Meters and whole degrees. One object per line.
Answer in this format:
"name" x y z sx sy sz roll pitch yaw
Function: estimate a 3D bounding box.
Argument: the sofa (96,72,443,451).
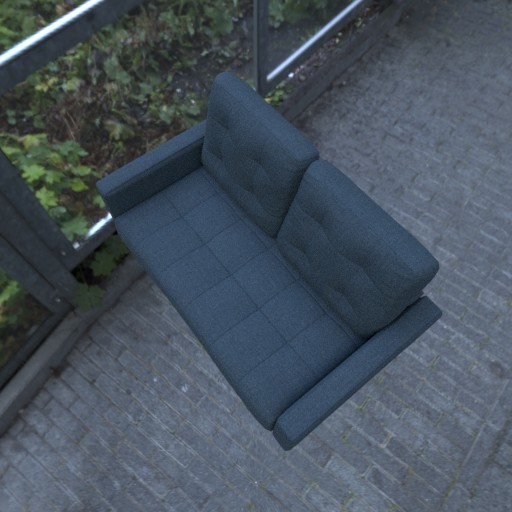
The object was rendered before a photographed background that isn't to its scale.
"sofa" 0.000 0.000 1.977 0.842 0.907 1.407 -35 68 -16
